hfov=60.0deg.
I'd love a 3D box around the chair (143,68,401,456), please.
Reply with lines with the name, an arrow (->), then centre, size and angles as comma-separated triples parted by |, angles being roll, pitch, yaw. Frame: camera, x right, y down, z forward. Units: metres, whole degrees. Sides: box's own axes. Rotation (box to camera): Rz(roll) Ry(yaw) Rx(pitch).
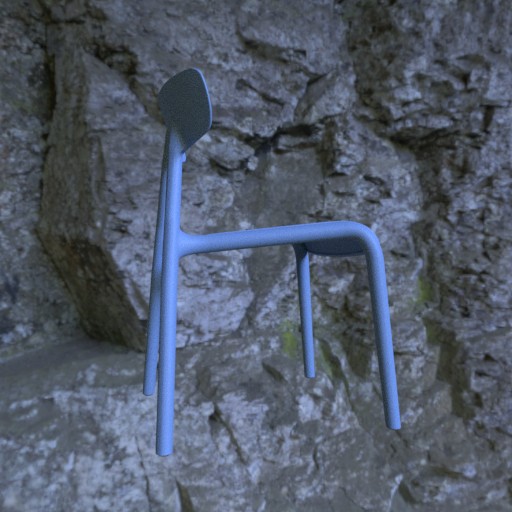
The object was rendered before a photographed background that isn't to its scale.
chair -> 0.000, 0.000, 0.845 | 0.401, 0.580, 0.356 | 0, 0, -18
